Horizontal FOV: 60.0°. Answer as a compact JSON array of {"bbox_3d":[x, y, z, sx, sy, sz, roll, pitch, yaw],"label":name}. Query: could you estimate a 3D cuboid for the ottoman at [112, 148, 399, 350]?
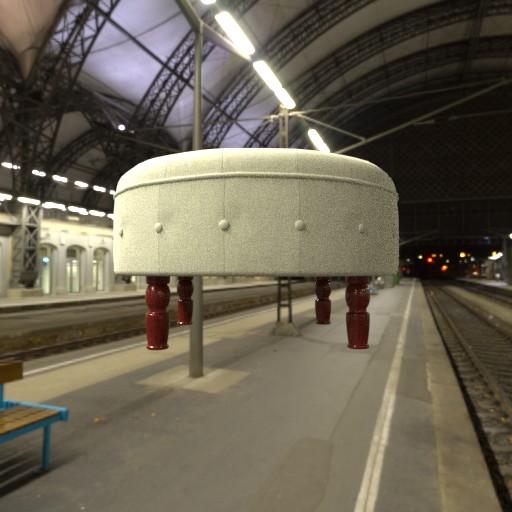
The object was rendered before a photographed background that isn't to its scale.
[{"bbox_3d":[0.000,0.000,1.380,0.850,0.483,0.850,0,-2,0],"label":"ottoman"}]
